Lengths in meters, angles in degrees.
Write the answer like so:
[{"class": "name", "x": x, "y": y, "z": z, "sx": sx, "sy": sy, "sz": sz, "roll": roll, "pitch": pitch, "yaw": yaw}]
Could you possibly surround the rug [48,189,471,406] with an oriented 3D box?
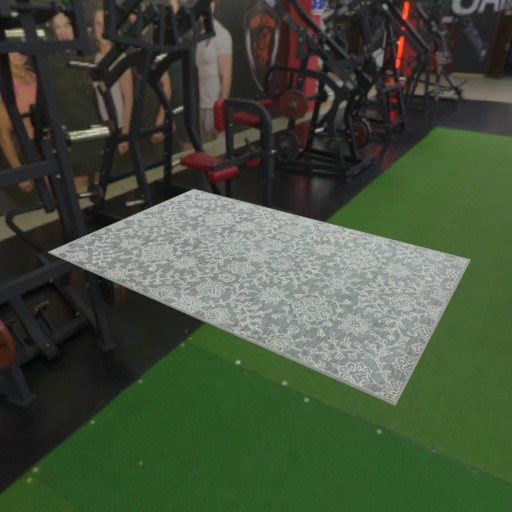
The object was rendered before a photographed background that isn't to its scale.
[{"class": "rug", "x": 0.000, "y": 0.000, "z": 3.001, "sx": 2.430, "sy": 0.010, "sz": 1.515, "roll": 18, "pitch": 33, "yaw": 29}]
